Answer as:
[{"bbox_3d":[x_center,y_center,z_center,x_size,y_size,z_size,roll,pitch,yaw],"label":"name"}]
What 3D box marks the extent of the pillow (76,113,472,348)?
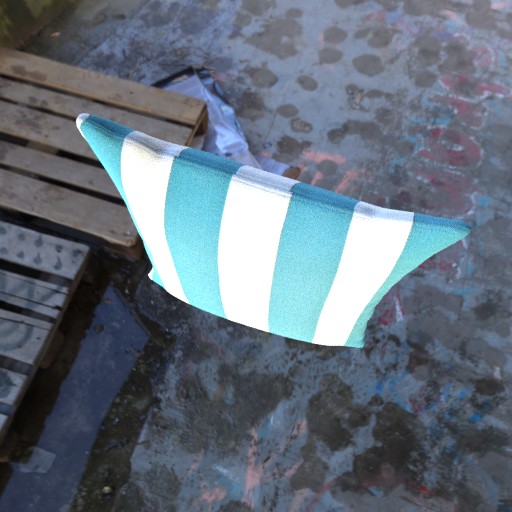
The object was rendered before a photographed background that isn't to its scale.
[{"bbox_3d":[0.000,0.000,0.790,0.536,0.526,0.189,17,65,8],"label":"pillow"}]
